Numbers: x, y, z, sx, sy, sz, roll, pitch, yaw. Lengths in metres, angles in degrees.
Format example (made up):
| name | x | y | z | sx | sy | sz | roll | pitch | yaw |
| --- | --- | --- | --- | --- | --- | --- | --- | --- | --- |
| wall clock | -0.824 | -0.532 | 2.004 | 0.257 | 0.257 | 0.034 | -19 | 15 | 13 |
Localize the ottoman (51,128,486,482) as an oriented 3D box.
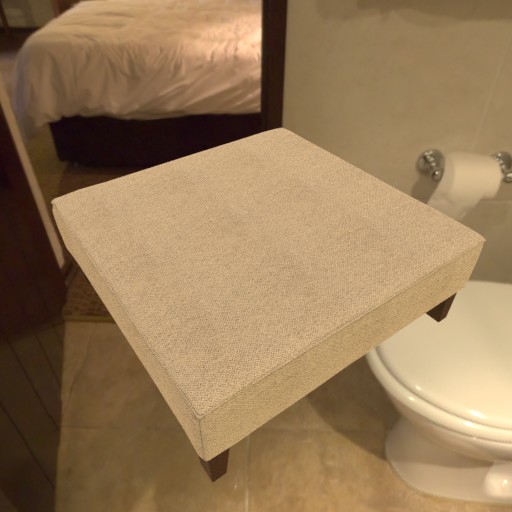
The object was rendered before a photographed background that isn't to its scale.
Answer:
| name | x | y | z | sx | sy | sz | roll | pitch | yaw |
| --- | --- | --- | --- | --- | --- | --- | --- | --- | --- |
| ottoman | 0.000 | 0.000 | 1.463 | 0.982 | 0.381 | 0.973 | -25 | 46 | -27 |
